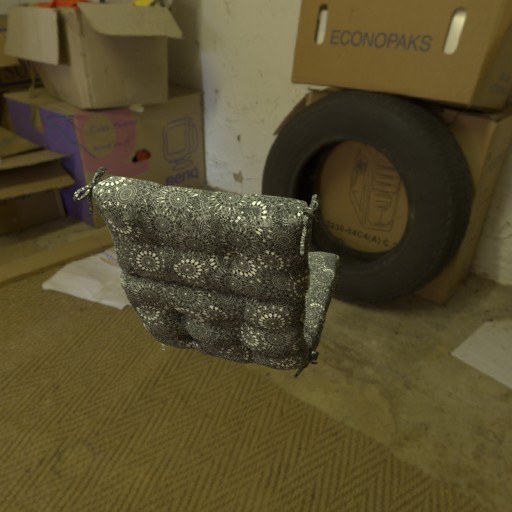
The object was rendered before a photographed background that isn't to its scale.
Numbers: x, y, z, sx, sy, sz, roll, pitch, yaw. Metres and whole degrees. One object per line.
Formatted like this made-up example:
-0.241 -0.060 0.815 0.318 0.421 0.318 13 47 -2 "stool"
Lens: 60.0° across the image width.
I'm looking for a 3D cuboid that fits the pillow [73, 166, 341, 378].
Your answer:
0.000 0.000 1.479 0.526 0.863 1.016 9 32 15 "pillow"
